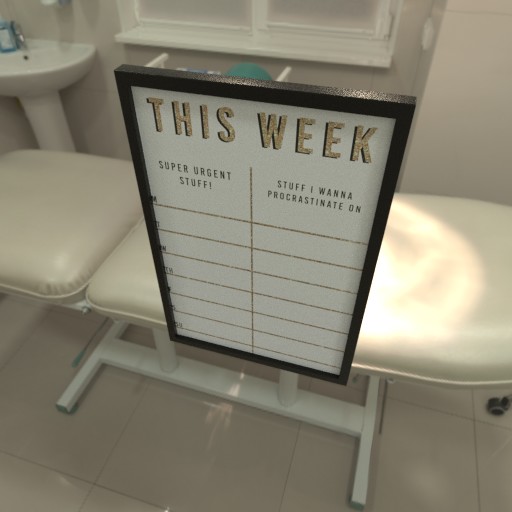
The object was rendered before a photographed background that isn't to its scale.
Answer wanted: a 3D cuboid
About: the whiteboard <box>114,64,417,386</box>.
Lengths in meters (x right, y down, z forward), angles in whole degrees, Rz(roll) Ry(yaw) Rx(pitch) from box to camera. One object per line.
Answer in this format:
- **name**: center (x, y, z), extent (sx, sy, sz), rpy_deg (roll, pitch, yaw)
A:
- **whiteboard**: center (0.000, 0.000, 0.783), extent (0.406, 0.611, 0.026), rpy_deg (11, 43, 13)
